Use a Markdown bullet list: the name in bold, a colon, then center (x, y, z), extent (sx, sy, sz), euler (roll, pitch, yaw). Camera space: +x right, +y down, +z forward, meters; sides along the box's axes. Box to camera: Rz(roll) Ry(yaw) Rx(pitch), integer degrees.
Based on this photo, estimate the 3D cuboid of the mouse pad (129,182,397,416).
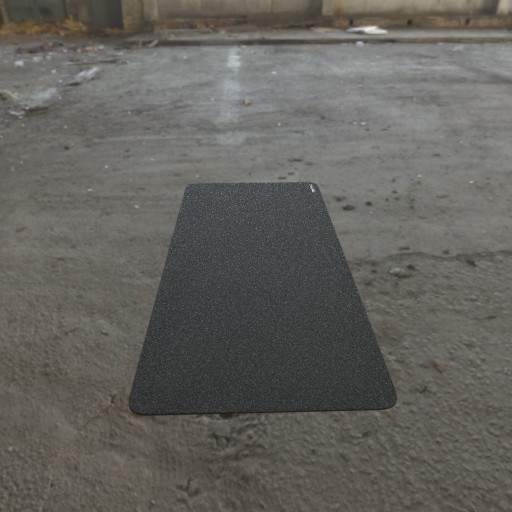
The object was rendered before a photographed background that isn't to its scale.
- **mouse pad**: center (0.000, 0.000, 1.060), extent (0.424, 0.003, 0.907), euler (-1, 32, -1)
